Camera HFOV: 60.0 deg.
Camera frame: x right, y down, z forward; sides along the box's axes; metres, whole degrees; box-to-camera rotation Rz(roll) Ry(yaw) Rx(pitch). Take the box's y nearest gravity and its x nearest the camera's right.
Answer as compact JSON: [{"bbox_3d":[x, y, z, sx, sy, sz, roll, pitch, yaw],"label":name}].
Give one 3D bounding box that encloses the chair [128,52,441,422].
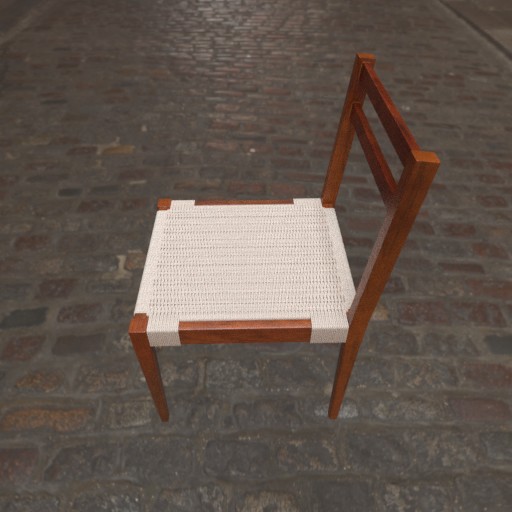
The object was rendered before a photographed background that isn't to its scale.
[{"bbox_3d":[0.000,0.000,1.156,0.569,0.851,0.495,-1,43,-1],"label":"chair"}]
